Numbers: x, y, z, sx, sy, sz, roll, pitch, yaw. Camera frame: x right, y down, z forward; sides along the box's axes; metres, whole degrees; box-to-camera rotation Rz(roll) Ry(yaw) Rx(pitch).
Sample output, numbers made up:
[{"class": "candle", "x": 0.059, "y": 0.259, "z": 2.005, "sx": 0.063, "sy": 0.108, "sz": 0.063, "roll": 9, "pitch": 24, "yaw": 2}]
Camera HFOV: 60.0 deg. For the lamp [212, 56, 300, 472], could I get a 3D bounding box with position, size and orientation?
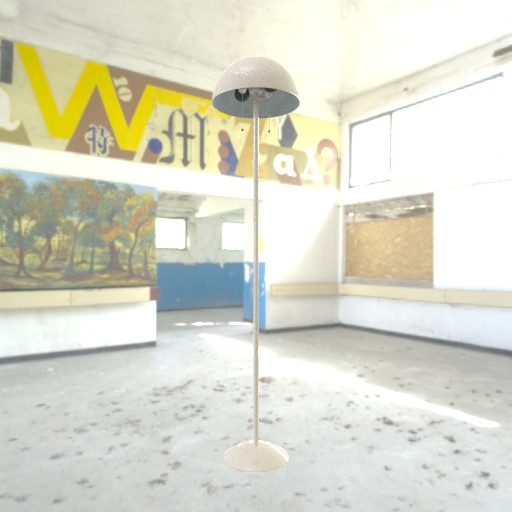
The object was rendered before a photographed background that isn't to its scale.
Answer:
[{"class": "lamp", "x": 0.000, "y": 0.000, "z": 1.646, "sx": 0.328, "sy": 1.480, "sz": 0.328, "roll": 1, "pitch": -1, "yaw": -34}]
